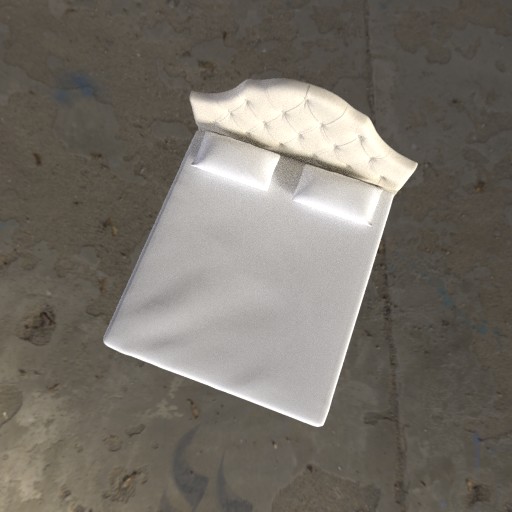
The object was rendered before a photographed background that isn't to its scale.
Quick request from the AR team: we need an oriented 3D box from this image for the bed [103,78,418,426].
[{"bbox_3d":[0.000,0.000,3.613,2.008,1.615,2.214,19,76,5],"label":"bed"}]
